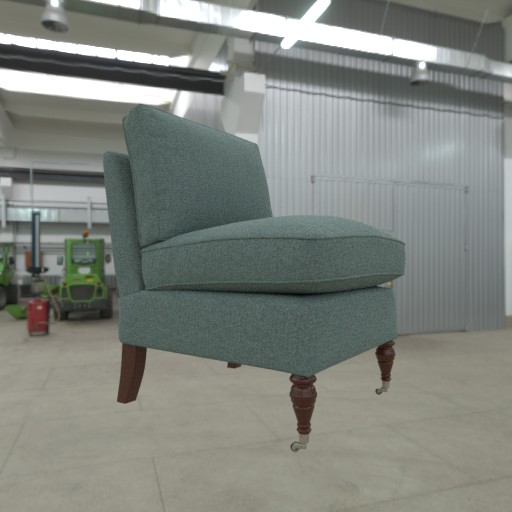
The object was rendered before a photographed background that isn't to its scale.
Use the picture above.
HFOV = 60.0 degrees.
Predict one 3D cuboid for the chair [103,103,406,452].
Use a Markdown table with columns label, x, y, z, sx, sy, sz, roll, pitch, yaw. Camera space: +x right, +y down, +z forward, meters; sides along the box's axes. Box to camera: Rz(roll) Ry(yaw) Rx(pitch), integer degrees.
| label | x | y | z | sx | sy | sz | roll | pitch | yaw |
| --- | --- | --- | --- | --- | --- | --- | --- | --- | --- |
| chair | 0.000 | 0.000 | 1.410 | 0.796 | 0.901 | 0.624 | 0 | 0 | 36 |
